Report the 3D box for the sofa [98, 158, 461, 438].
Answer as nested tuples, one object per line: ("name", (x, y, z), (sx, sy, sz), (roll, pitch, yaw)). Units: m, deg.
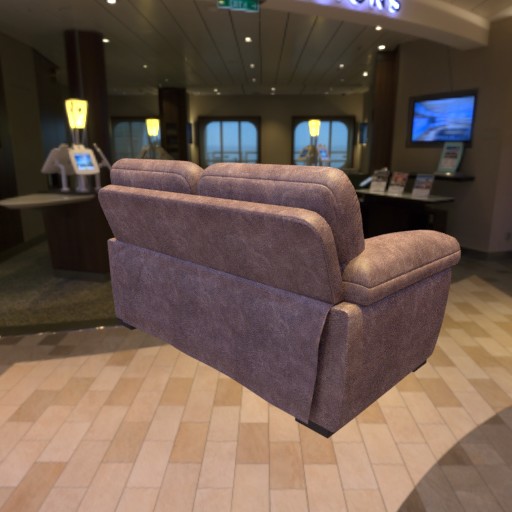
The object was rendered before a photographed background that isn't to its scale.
("sofa", (0.000, 0.000, 2.338), (1.753, 0.991, 0.991), (14, 19, 43))
